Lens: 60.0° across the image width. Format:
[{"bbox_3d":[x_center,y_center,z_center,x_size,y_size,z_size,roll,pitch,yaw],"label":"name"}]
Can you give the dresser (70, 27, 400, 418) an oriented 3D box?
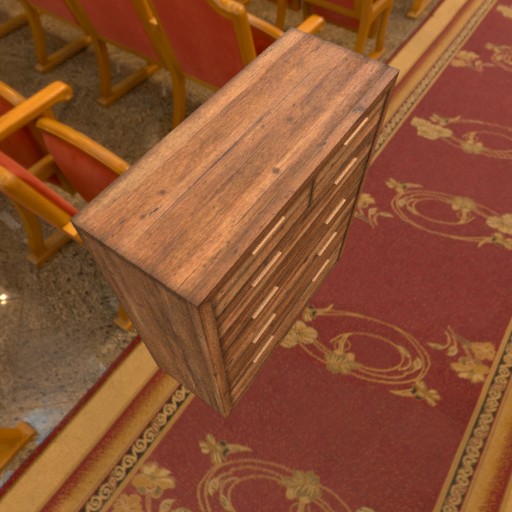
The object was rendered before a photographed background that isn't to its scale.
[{"bbox_3d":[0.000,0.000,1.897,0.438,1.359,1.067,31,63,18],"label":"dresser"}]
